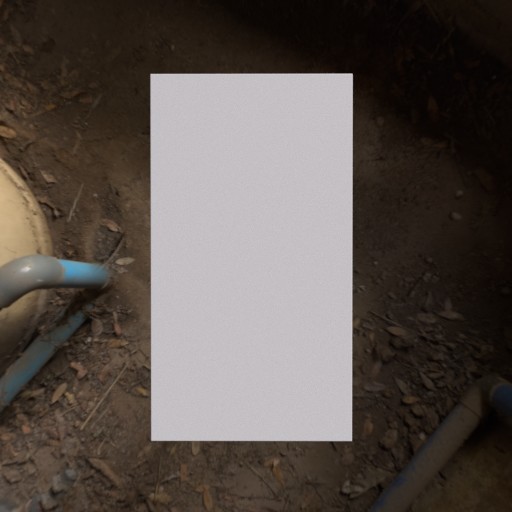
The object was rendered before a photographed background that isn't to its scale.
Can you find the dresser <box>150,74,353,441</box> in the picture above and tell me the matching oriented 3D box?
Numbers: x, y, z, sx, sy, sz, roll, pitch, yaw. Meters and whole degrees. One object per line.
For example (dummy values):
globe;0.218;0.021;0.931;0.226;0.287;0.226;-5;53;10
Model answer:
dresser;0.000;0.000;1.359;0.401;1.021;0.704;0;90;0
